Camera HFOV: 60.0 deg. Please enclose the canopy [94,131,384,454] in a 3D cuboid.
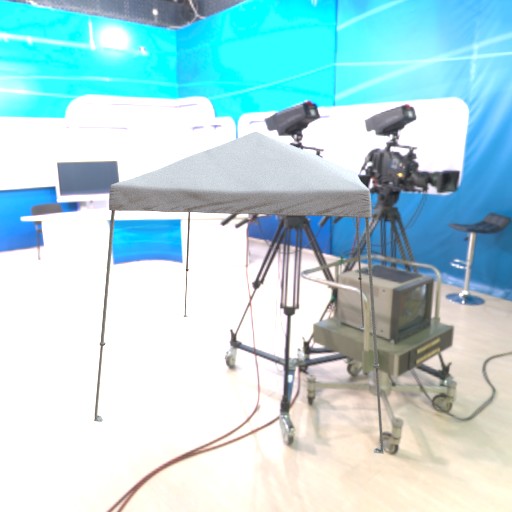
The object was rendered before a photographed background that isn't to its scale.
[{"bbox_3d":[0.000,0.000,5.254,2.849,2.850,2.850,2,15,9],"label":"canopy"}]
